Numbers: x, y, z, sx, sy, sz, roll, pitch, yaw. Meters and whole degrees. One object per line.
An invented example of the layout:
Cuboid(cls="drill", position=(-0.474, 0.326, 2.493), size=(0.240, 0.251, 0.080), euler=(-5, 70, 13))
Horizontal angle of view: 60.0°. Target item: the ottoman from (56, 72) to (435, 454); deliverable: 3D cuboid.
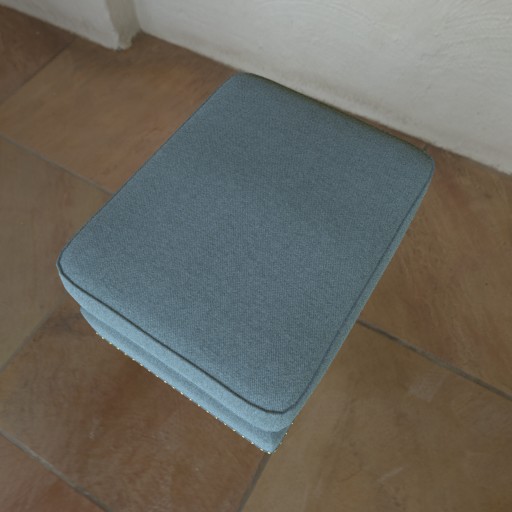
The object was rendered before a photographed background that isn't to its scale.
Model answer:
Cuboid(cls="ottoman", position=(0.000, 0.000, 1.139), size=(0.589, 0.537, 0.738), euler=(30, 66, 15))
